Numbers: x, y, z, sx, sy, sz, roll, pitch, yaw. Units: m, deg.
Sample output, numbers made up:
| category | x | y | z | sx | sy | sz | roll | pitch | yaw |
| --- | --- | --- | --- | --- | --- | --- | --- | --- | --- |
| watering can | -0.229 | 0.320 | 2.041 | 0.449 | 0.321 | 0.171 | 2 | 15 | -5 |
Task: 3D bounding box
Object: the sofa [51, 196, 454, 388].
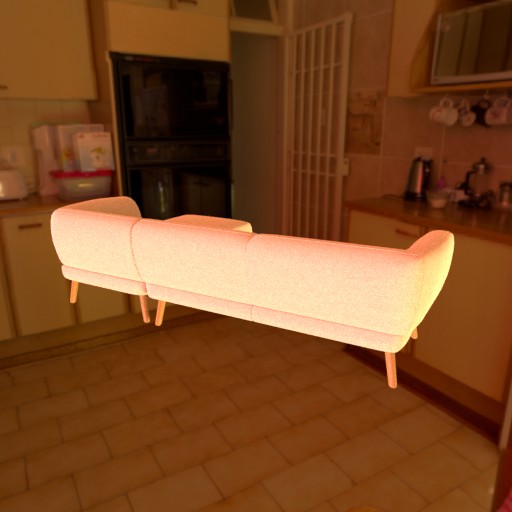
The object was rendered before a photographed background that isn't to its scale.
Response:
| category | x | y | z | sx | sy | sz | roll | pitch | yaw |
| --- | --- | --- | --- | --- | --- | --- | --- | --- | --- |
| sofa | 0.000 | 0.000 | 3.265 | 2.660 | 0.730 | 1.610 | 9 | 18 | 27 |
